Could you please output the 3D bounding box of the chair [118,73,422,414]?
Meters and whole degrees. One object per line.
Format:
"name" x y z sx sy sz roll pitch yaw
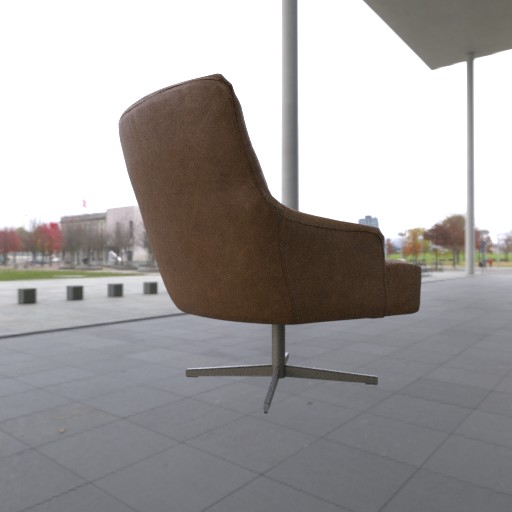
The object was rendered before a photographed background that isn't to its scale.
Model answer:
"chair" 0.000 0.000 1.491 0.874 0.869 0.729 0 0 -36
